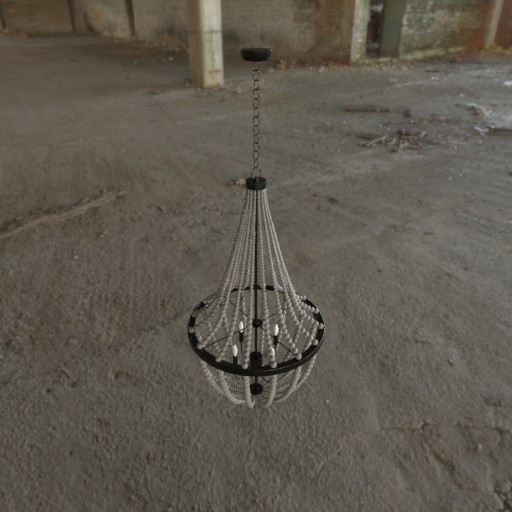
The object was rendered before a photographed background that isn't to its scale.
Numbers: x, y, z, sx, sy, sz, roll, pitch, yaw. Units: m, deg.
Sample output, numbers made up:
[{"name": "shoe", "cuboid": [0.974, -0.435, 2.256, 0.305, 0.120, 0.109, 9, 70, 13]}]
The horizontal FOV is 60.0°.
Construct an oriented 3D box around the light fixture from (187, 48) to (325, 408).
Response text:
[{"name": "light fixture", "cuboid": [0.000, 0.000, 1.336, 0.450, 1.133, 0.450, 0, 30, 0]}]
